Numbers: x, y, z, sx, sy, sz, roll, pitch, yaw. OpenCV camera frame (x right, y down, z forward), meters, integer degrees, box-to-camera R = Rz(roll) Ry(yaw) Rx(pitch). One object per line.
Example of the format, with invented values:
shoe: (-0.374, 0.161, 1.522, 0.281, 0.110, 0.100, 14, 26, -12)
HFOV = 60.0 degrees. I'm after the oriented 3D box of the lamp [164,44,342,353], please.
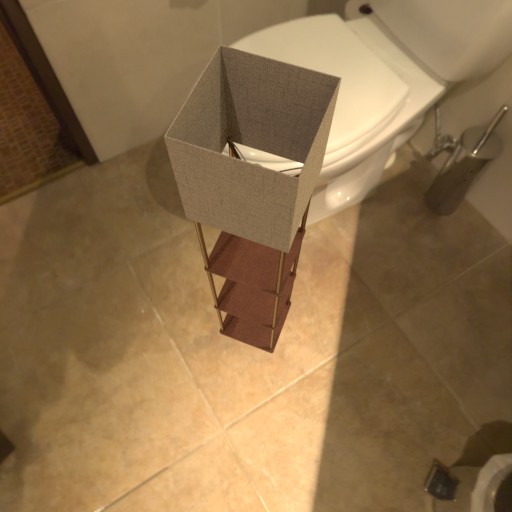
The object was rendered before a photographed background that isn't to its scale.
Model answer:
lamp: (0.000, 0.000, 1.704, 0.310, 1.569, 0.308, 19, 66, 9)
